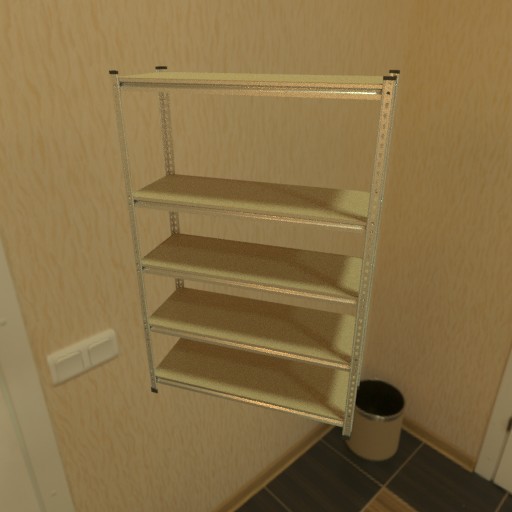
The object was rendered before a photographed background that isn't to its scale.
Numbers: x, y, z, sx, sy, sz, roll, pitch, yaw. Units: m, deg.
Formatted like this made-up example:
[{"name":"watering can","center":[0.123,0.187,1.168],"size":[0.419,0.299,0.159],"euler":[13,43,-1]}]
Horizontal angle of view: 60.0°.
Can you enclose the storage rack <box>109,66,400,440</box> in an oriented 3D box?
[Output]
[{"name":"storage rack","center":[0.000,0.000,2.365],"size":[1.219,1.829,0.457],"euler":[8,27,16]}]
